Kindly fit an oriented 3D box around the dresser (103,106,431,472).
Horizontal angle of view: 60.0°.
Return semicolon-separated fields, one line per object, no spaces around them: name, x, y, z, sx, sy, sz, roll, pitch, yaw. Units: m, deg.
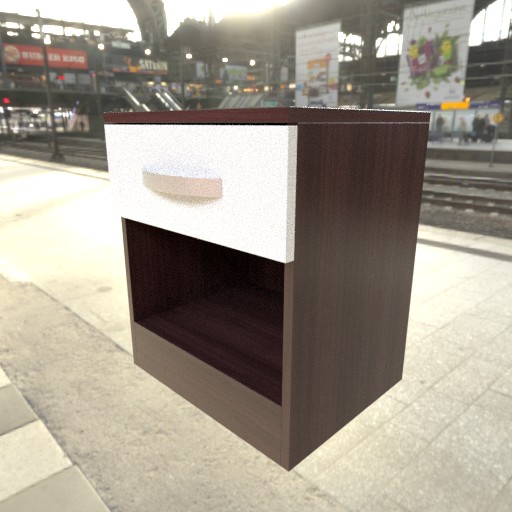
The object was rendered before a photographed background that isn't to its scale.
dresser;0.000;0.000;0.761;0.400;0.470;0.360;16;23;42
